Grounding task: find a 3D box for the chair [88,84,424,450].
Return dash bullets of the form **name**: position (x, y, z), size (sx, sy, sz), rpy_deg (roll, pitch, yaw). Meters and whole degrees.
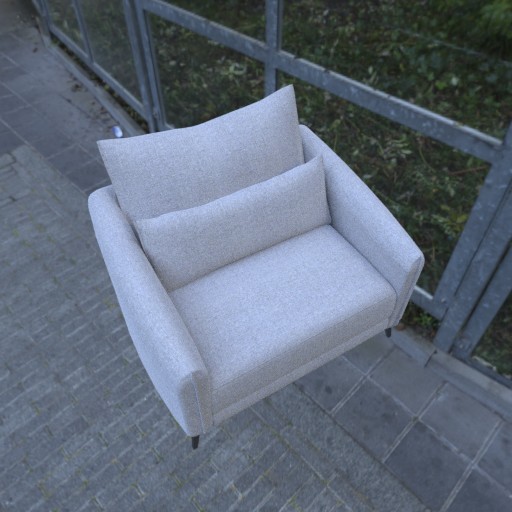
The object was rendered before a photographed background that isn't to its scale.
- **chair**: position (0.000, 0.000, 1.659), size (1.029, 0.856, 0.801), rpy_deg (-23, 51, -21)
